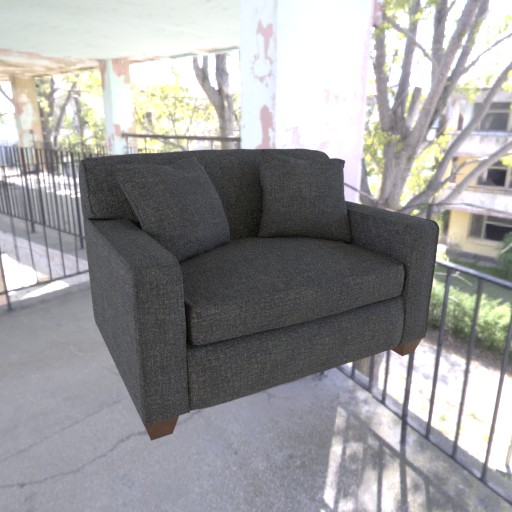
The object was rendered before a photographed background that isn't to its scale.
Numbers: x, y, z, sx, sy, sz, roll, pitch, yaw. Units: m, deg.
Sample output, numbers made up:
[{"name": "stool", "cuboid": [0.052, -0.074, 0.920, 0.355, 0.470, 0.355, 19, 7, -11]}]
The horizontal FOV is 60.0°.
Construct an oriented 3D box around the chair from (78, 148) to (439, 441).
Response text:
[{"name": "chair", "cuboid": [0.000, 0.000, 2.085, 1.383, 0.948, 1.000, -9, 19, -27]}]
